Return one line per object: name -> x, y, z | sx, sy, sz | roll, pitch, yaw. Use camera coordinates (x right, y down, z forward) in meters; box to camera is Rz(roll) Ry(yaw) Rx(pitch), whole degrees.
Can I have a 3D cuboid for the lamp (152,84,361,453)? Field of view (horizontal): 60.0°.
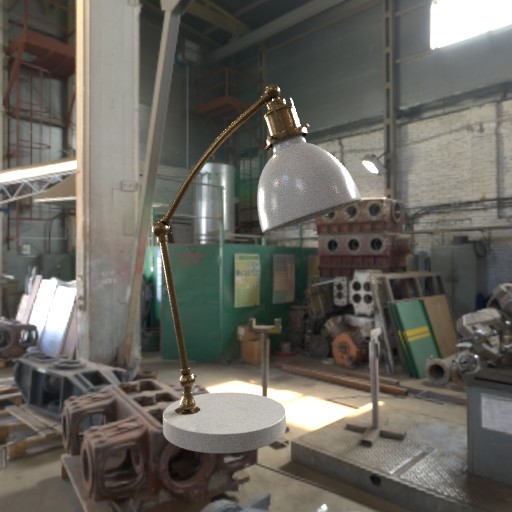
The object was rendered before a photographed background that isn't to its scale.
lamp -> 0.000, 0.000, 0.678 | 0.317, 0.522, 0.186 | 0, 0, 0
